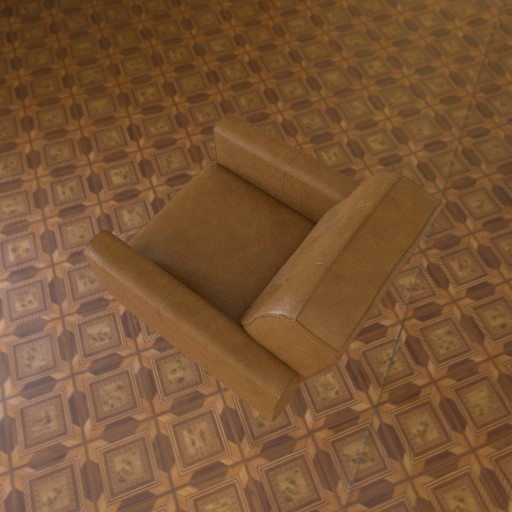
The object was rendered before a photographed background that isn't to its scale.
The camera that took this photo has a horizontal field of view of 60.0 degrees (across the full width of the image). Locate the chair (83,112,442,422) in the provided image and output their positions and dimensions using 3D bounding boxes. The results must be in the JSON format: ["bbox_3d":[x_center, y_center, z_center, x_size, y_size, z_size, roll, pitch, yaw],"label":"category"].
[{"bbox_3d":[0.000,0.000,1.682,0.942,0.968,0.845,34,67,16],"label":"chair"}]
